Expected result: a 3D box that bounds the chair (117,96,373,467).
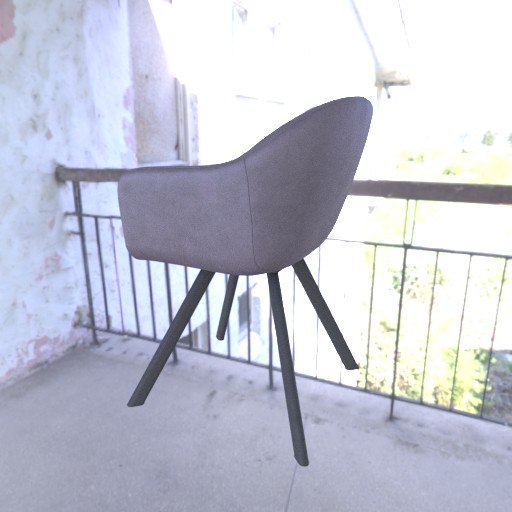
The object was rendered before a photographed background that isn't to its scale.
[{"bbox_3d":[0.000,0.000,1.174,0.544,0.781,0.567,8,17,25],"label":"chair"}]
